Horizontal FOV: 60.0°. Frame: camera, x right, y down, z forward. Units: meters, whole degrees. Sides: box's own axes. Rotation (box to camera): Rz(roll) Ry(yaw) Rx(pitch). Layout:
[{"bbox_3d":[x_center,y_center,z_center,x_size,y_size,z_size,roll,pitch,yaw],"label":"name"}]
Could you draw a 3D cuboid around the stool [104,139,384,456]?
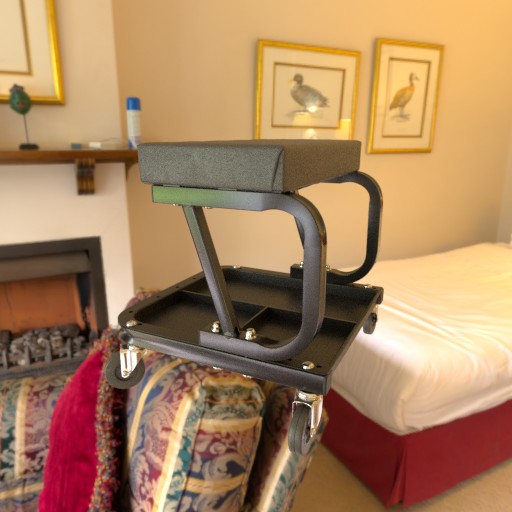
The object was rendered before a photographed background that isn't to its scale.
[{"bbox_3d":[0.000,0.000,0.753,0.371,0.380,0.446,8,17,25],"label":"stool"}]
